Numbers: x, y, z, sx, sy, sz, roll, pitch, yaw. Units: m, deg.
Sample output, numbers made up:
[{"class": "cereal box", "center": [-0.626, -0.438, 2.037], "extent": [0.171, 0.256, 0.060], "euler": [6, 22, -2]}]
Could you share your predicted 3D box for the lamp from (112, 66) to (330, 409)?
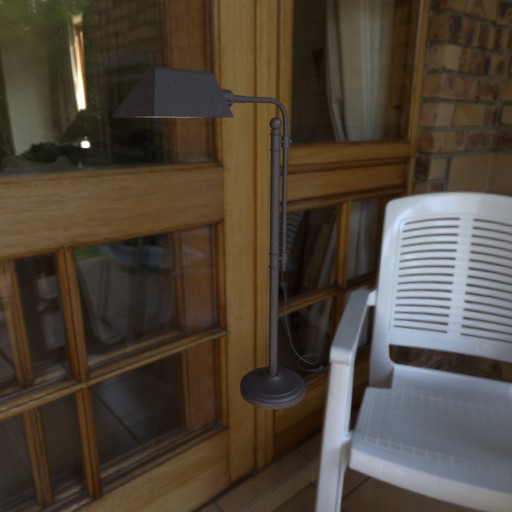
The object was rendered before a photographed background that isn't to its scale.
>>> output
[{"class": "lamp", "center": [0.000, 0.000, 0.941], "extent": [0.159, 0.708, 0.545], "euler": [15, 23, 41]}]
